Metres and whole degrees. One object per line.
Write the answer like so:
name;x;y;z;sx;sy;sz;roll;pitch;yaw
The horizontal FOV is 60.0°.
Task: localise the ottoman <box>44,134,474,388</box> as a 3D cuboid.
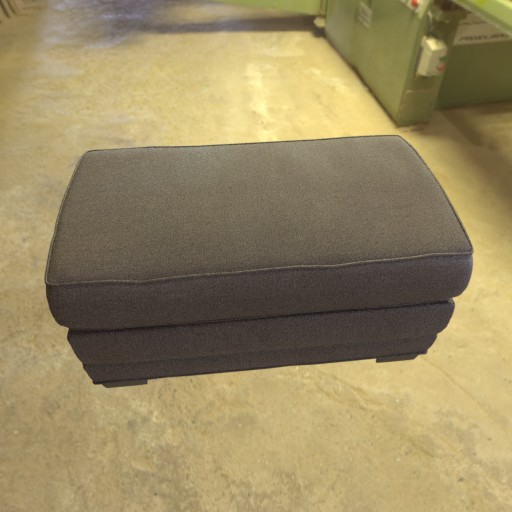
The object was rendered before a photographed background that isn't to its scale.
ottoman;0.000;0.000;1.129;0.864;0.448;0.490;-4;46;-4
